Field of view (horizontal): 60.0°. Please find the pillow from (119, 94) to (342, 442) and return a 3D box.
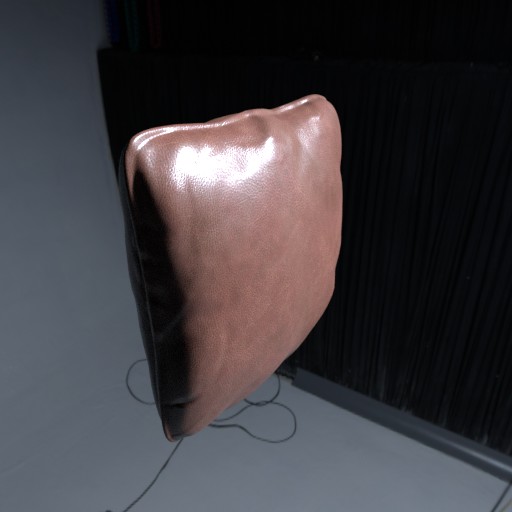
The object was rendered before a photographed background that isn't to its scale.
[{"bbox_3d":[0.000,0.000,0.815,0.236,0.523,0.532,17,31,31],"label":"pillow"}]
